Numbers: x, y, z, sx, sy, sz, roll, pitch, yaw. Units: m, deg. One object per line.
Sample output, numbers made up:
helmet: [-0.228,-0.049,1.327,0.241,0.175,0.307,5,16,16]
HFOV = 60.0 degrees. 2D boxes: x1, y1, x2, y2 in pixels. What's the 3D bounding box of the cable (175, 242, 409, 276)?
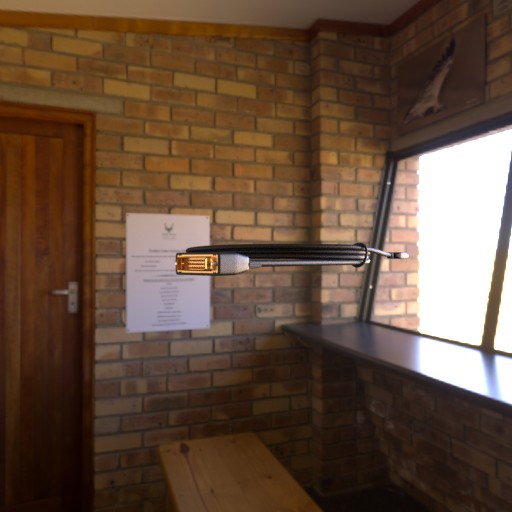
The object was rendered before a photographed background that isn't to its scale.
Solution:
cable: [0.000,0.000,0.529,0.257,0.030,0.422,0,-1,38]
